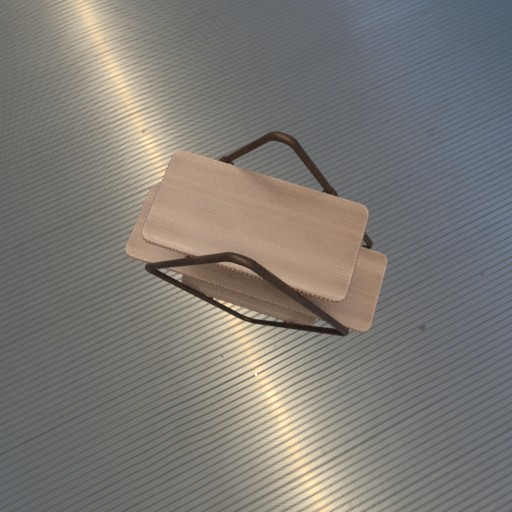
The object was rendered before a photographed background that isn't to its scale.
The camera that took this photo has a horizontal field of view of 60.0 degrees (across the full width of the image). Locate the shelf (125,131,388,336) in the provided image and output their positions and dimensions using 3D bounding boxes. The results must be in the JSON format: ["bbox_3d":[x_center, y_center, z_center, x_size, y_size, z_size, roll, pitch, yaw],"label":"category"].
[{"bbox_3d":[0.000,0.000,1.067,0.609,0.774,0.234,18,76,5],"label":"shelf"}]
